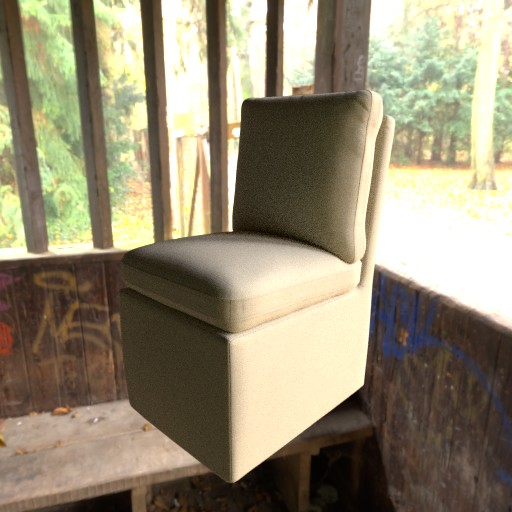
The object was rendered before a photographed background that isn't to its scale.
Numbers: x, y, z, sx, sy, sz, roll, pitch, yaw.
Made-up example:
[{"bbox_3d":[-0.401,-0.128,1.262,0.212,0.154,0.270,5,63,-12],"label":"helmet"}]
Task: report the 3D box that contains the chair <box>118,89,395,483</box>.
[{"bbox_3d":[0.000,0.000,1.316,0.503,0.927,0.698,15,21,42],"label":"chair"}]
